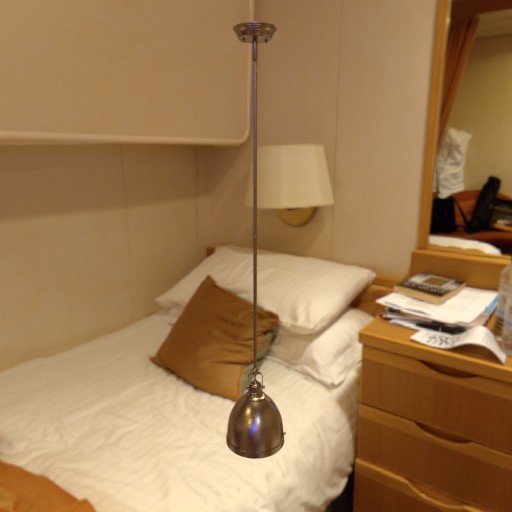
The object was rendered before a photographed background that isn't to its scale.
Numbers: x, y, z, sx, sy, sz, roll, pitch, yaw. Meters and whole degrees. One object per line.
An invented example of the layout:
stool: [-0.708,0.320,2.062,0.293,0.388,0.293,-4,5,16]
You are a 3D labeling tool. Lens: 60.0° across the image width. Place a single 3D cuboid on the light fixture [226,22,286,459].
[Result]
light fixture: [0.000,0.000,1.453,0.217,1.367,0.211,-2,14,-10]
